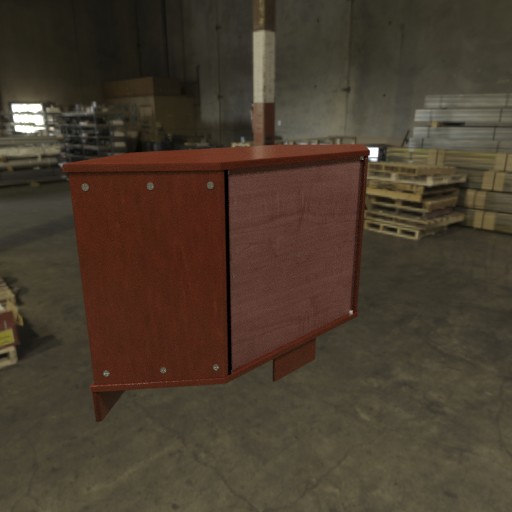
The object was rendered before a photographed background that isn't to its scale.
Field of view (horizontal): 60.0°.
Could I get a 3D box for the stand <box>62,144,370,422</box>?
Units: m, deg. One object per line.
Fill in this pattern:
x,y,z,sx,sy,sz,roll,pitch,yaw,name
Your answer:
0.000,0.000,1.331,1.072,0.614,0.381,-16,23,-41,stand
